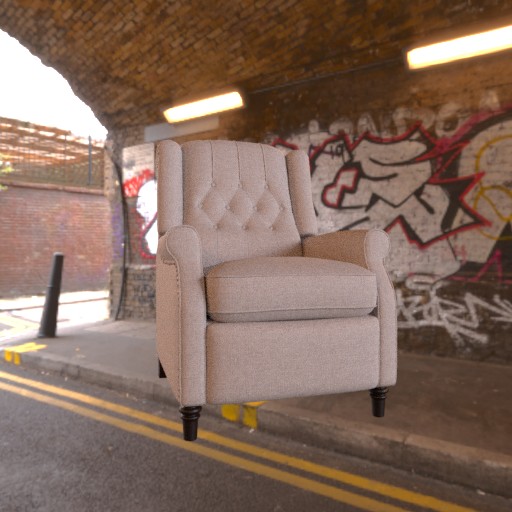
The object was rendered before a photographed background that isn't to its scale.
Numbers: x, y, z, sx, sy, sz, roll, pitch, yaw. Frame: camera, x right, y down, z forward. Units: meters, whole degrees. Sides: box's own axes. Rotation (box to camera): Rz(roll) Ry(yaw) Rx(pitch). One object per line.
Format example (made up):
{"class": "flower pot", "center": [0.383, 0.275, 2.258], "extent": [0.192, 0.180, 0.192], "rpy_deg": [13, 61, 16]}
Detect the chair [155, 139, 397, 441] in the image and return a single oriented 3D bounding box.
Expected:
{"class": "chair", "center": [0.000, 0.000, 1.673], "extent": [0.742, 1.035, 0.902], "rpy_deg": [0, 0, -17]}
